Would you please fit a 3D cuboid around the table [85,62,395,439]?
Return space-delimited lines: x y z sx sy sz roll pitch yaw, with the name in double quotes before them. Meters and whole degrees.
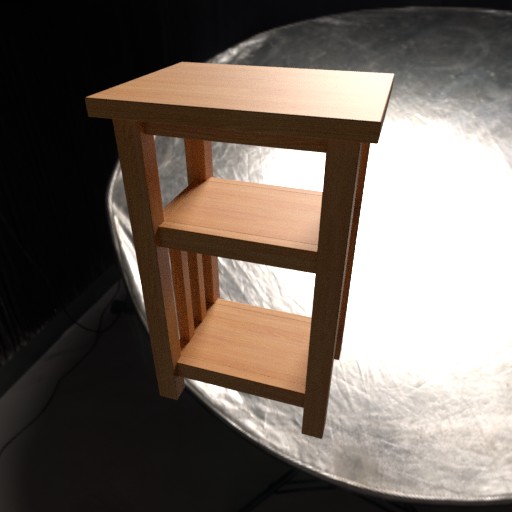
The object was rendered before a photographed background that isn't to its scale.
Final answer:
"table" 0.000 0.000 0.746 0.350 0.550 0.270 10 34 15
